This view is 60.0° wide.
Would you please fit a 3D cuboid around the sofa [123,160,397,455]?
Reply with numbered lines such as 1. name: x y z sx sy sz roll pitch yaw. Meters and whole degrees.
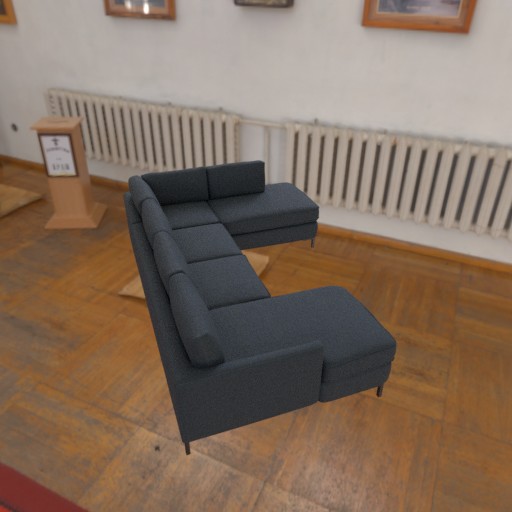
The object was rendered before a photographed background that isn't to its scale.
1. sofa: 0.000 0.000 3.936 1.984 0.858 2.975 -10 31 -17
